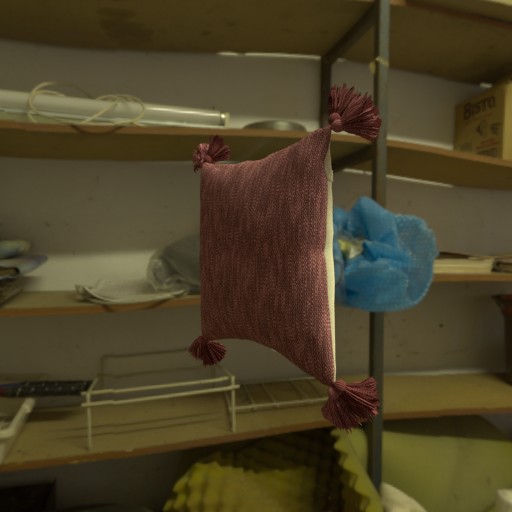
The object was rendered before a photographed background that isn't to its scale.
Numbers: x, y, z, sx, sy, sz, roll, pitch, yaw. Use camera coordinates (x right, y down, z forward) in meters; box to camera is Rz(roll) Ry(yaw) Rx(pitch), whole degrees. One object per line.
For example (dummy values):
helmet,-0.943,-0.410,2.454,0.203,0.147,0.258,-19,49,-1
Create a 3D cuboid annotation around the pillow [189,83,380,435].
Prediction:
pillow,0.000,0.000,1.006,0.138,0.659,0.641,-1,1,-37
